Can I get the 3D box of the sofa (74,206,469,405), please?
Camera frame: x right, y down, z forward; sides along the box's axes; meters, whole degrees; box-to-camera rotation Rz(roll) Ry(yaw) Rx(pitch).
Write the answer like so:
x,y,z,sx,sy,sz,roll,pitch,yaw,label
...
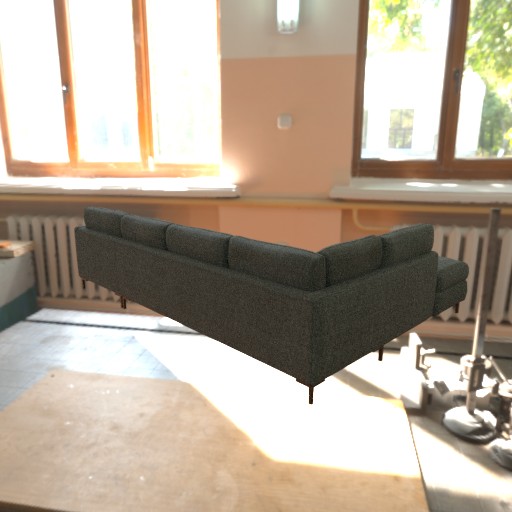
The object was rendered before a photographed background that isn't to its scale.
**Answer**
x,y,z,sx,sy,sz,roll,pitch,yaw,label
0.000,0.000,3.651,1.879,0.756,2.737,-13,19,-43,sofa
